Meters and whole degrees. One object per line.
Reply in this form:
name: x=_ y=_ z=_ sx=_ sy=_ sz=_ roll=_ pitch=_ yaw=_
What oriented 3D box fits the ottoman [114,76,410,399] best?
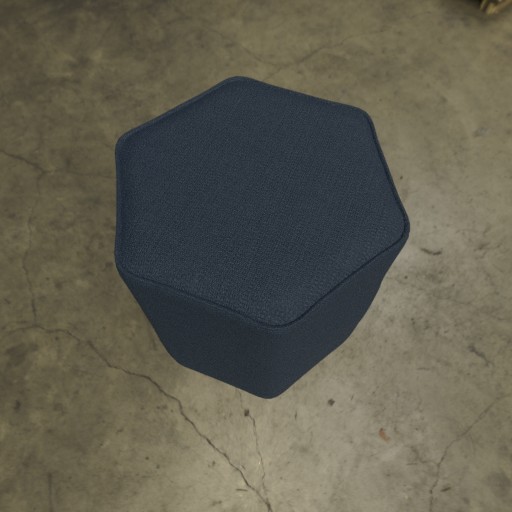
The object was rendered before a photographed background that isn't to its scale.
ottoman: x=0.000 y=0.000 z=0.900 sx=0.492 sy=0.505 sz=0.454 roll=-31 pitch=66 yaw=-16
